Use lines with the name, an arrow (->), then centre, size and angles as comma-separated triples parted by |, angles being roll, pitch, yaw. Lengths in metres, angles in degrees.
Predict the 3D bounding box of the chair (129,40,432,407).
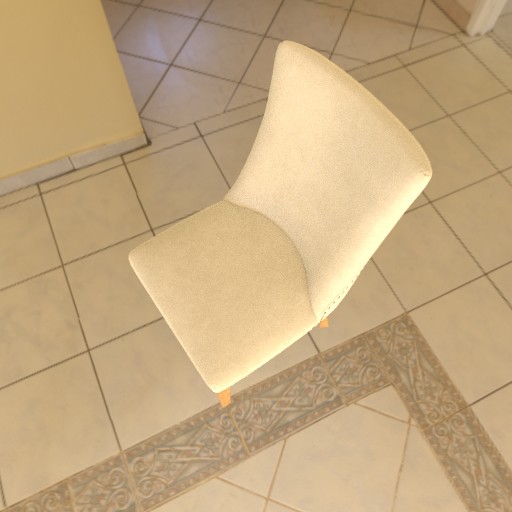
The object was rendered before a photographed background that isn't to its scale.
chair -> 0.000, 0.000, 1.263 | 0.610, 0.902, 0.495 | -32, 67, -15
